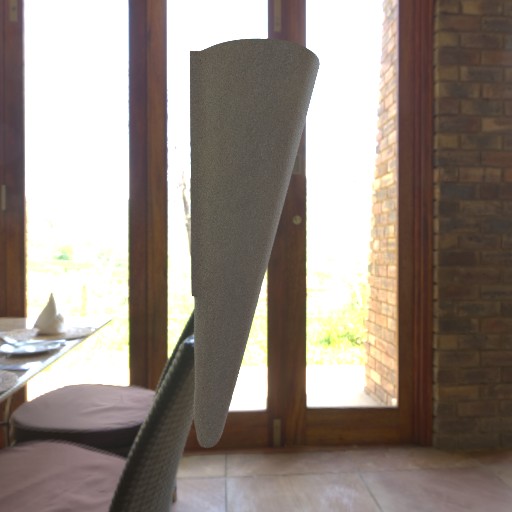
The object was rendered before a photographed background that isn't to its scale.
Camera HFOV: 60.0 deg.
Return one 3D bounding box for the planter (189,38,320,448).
[{"bbox_3d":[0.000,0.000,0.301,0.087,0.259,0.078,0,0,-1],"label":"planter"}]
